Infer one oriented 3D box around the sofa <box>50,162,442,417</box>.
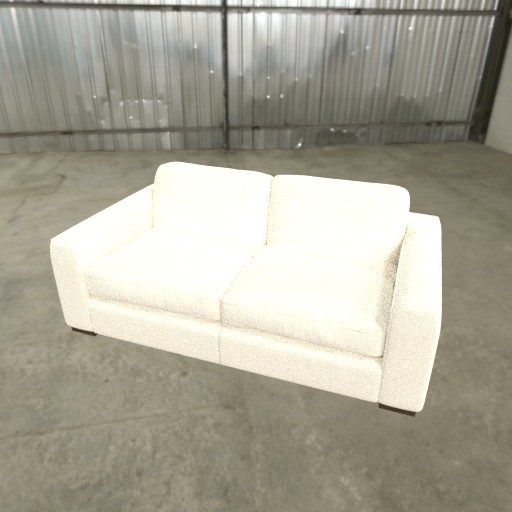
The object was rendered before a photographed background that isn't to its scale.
[{"bbox_3d":[0.000,0.000,2.475,1.920,0.801,1.069,9,28,18],"label":"sofa"}]
